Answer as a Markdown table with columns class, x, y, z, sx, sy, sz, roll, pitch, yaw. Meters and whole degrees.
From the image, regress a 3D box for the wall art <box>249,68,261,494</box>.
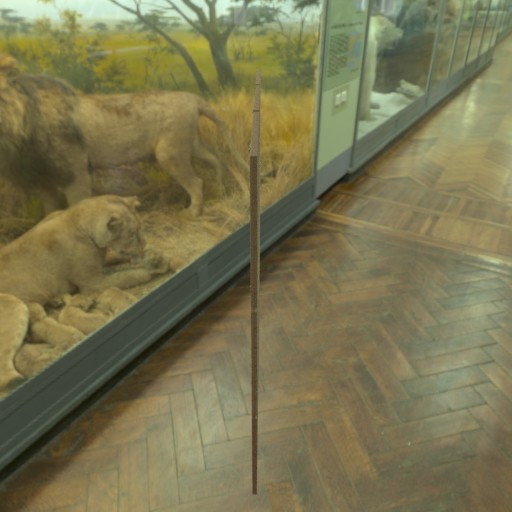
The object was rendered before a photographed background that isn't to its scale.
| class | x | y | z | sx | sy | sz | roll | pitch | yaw |
| --- | --- | --- | --- | --- | --- | --- | --- | --- | --- |
| wall art | 0.000 | 0.000 | 1.765 | 0.024 | 1.218 | 1.221 | 0 | 31 | 1 |
